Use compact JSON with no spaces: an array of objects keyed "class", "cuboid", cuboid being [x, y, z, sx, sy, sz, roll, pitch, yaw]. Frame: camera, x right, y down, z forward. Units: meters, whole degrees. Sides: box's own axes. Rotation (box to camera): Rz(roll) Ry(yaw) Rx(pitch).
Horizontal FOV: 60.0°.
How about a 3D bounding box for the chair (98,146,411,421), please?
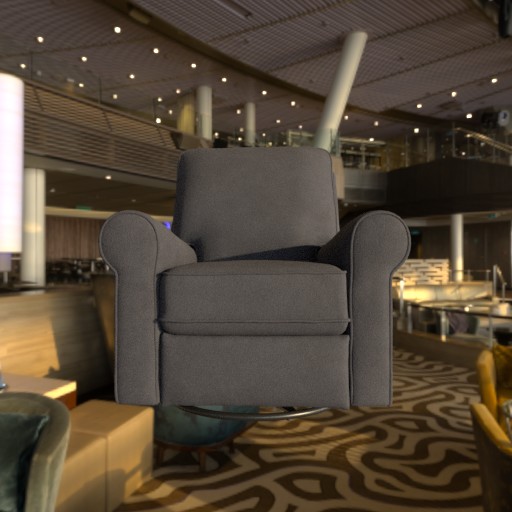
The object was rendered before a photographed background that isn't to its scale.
[{"class":"chair","cuboid":[0.000,0.000,1.644,0.890,0.961,0.878,0,0,1]}]
